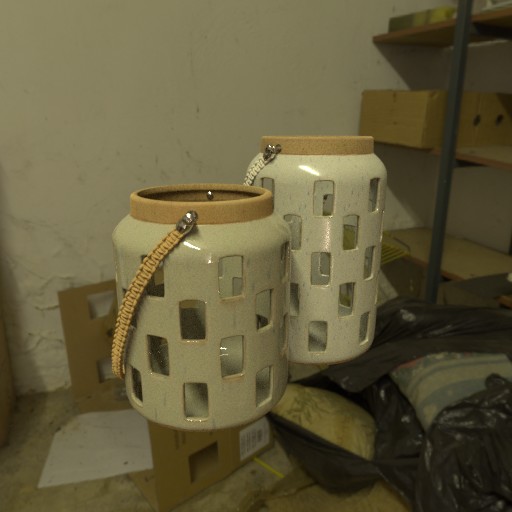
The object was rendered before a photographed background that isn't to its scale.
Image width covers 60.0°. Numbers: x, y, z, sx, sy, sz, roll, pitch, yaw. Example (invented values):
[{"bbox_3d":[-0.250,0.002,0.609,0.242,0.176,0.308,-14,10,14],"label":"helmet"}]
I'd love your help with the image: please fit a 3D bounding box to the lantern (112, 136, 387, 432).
[{"bbox_3d":[0.000,0.000,0.493,0.347,0.255,0.184,-15,22,-42],"label":"lantern"}]
